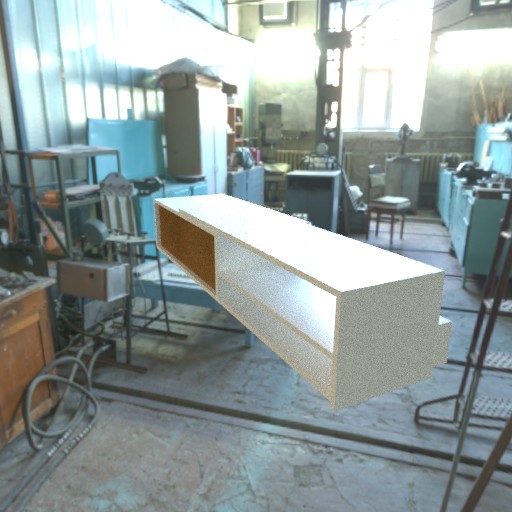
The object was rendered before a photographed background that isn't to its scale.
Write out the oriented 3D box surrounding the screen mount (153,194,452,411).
[{"bbox_3d":[0.000,0.000,1.873,0.420,0.320,1.680,-8,18,-26],"label":"screen mount"}]
